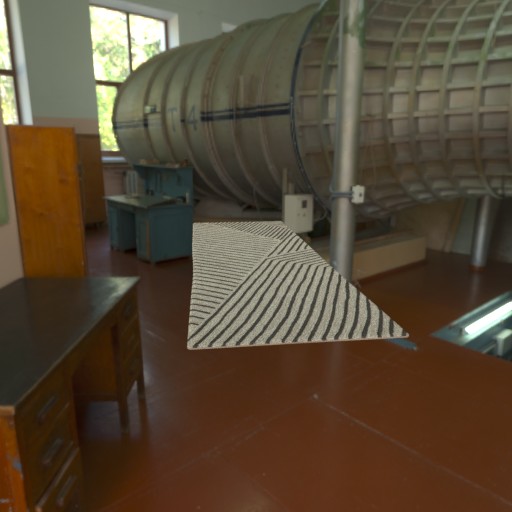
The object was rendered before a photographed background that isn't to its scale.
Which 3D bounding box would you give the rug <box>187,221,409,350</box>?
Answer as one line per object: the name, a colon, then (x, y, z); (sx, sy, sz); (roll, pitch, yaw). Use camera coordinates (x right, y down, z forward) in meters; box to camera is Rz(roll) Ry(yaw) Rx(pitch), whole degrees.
rug: (0.000, 0.000, 2.671); (0.773, 0.020, 2.439); (-2, 14, -7)
